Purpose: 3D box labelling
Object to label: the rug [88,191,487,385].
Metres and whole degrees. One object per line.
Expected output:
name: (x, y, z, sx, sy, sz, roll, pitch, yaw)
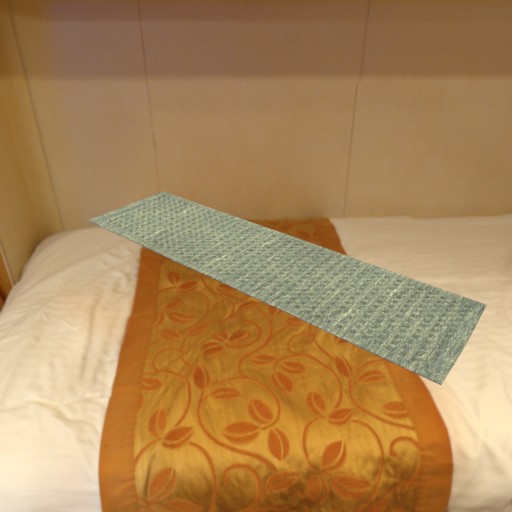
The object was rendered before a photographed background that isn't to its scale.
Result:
rug: (0.000, 0.000, 2.654, 2.443, 0.008, 0.688, 22, 37, 33)
